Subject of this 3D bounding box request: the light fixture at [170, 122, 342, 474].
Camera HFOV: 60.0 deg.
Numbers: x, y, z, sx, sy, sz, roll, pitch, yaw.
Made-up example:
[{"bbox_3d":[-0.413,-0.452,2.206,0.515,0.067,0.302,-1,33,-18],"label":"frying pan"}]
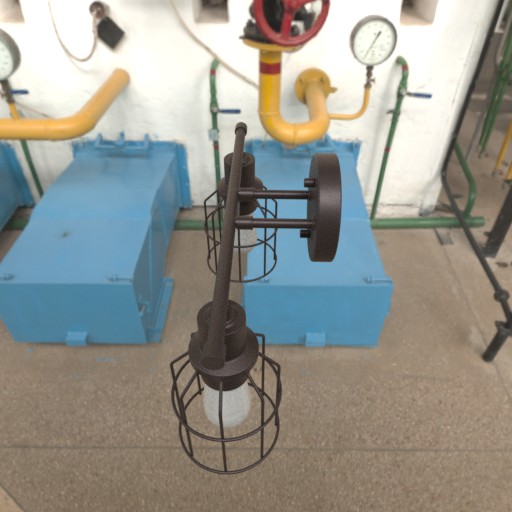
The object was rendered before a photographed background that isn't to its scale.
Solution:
[{"bbox_3d":[0.000,0.000,0.524,0.165,0.254,0.406,1,40,1],"label":"light fixture"}]
